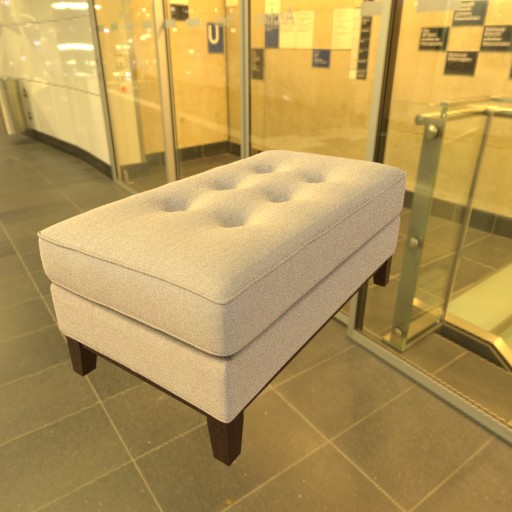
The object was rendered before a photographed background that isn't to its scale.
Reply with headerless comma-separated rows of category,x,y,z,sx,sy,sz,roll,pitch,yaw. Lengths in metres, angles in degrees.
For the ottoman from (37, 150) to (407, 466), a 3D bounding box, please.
ottoman,0.000,0.000,1.494,0.648,0.508,1.143,17,30,31
